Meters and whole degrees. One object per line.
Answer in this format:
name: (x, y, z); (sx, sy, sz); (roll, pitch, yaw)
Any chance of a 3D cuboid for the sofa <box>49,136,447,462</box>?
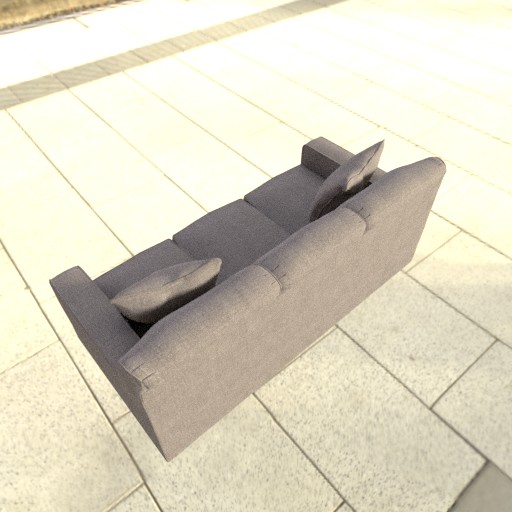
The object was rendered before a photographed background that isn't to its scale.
sofa: (0.000, 0.000, 2.558); (2.024, 0.958, 0.997); (-33, 55, -27)
